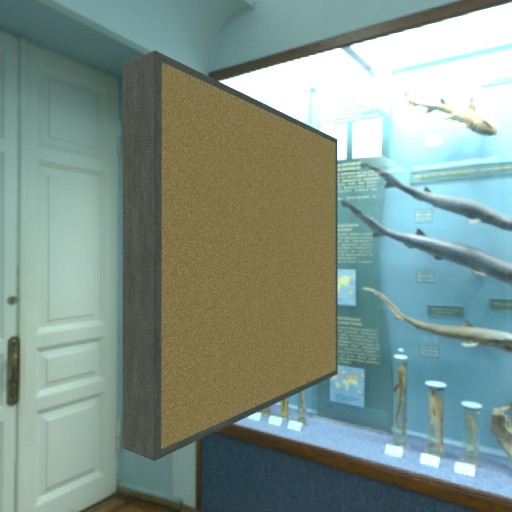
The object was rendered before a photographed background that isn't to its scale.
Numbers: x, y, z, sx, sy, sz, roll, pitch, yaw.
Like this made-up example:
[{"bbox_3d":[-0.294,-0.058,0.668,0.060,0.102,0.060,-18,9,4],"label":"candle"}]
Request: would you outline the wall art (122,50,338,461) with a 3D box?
[{"bbox_3d":[0.000,0.000,0.458,0.038,0.302,0.303,0,0,36],"label":"wall art"}]
